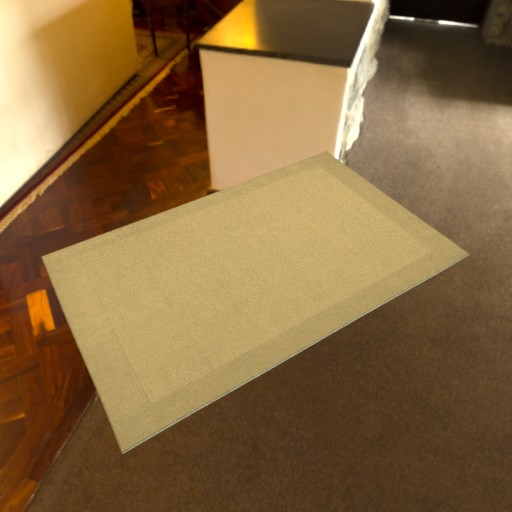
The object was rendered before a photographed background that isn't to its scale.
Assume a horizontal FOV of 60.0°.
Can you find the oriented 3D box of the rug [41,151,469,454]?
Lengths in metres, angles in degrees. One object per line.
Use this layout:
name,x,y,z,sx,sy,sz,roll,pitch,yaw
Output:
rug,0.000,0.000,2.968,2.438,0.014,1.524,-24,50,-22
